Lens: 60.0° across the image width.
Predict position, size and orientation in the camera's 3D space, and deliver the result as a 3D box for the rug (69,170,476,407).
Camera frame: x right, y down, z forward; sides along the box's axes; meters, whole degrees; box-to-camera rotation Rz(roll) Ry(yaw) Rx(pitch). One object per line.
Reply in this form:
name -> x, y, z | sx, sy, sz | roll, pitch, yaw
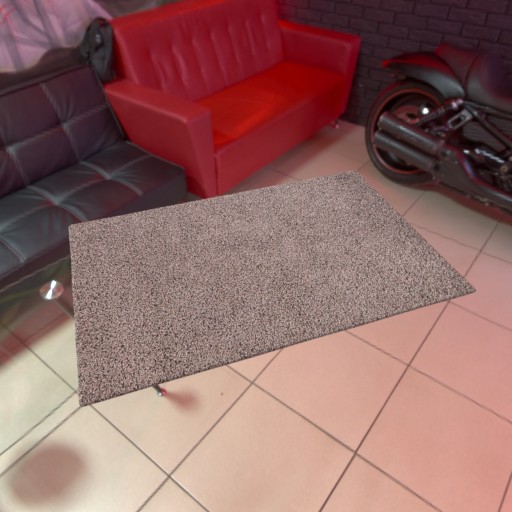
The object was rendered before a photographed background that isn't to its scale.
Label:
rug -> 0.000, 0.000, 3.473 | 2.743, 0.030, 1.778 | -13, 43, -14
